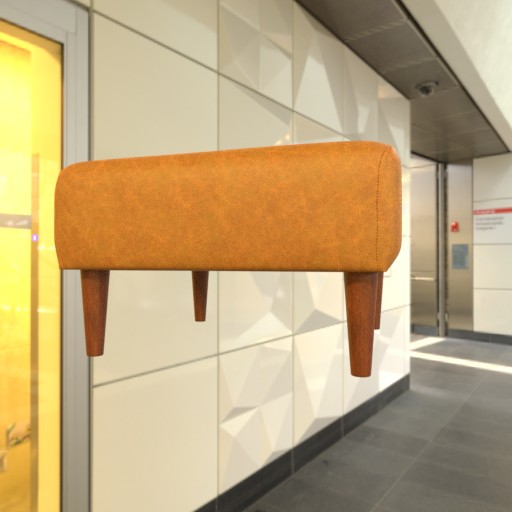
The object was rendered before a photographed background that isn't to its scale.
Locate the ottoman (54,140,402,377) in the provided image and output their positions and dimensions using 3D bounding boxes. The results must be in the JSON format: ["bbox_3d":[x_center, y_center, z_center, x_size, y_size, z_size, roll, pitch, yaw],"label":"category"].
[{"bbox_3d":[0.000,0.000,1.053,0.650,0.399,0.650,0,0,17],"label":"ottoman"}]
